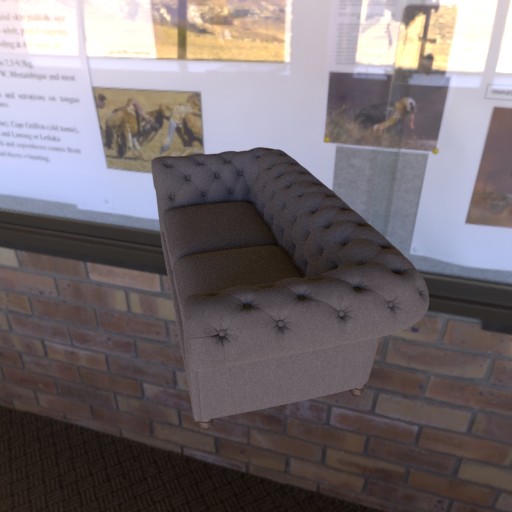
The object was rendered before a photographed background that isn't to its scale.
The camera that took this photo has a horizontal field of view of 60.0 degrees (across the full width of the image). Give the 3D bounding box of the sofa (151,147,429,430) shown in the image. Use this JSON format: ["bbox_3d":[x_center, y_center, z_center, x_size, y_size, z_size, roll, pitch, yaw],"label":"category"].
[{"bbox_3d":[0.000,0.000,2.508,0.986,0.764,1.998,-8,30,-13],"label":"sofa"}]
